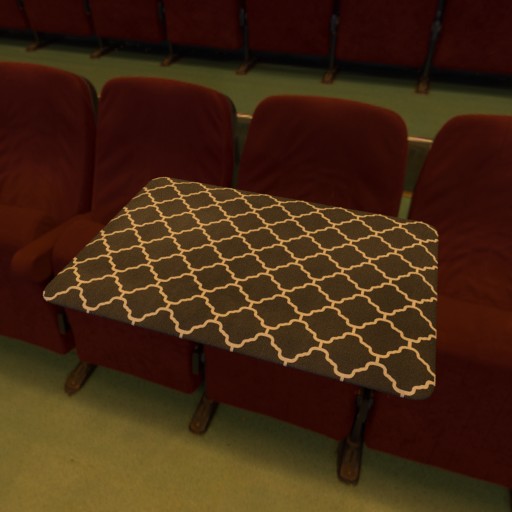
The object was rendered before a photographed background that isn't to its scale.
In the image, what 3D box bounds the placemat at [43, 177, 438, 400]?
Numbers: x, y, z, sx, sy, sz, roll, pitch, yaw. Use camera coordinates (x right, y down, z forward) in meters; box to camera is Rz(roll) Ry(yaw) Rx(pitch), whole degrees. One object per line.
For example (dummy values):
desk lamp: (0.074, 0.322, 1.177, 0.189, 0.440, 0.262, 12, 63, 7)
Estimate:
placemat: (0.000, 0.000, 0.973, 0.762, 0.021, 0.508, 12, 42, 14)
